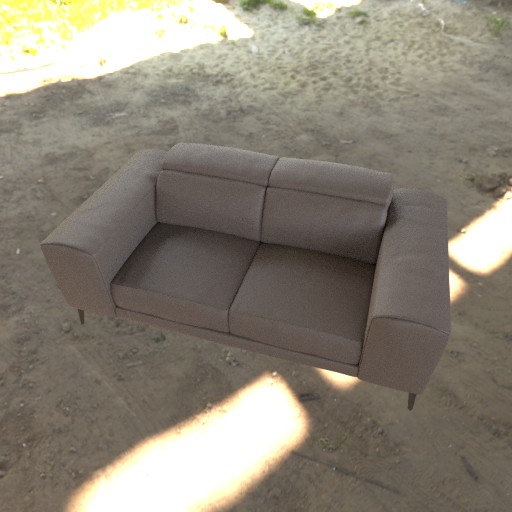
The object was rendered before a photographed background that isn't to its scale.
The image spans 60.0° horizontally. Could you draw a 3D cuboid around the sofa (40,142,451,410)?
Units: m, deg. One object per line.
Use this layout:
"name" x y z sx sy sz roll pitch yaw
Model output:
"sofa" 0.000 0.000 2.404 1.895 0.779 1.003 11 42 13
